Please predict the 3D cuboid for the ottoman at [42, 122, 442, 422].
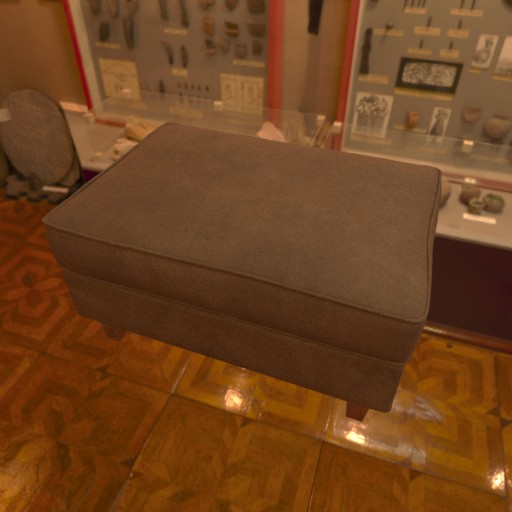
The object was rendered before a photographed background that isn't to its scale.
[{"bbox_3d":[0.000,0.000,1.205,0.860,0.481,0.596,14,43,15],"label":"ottoman"}]
